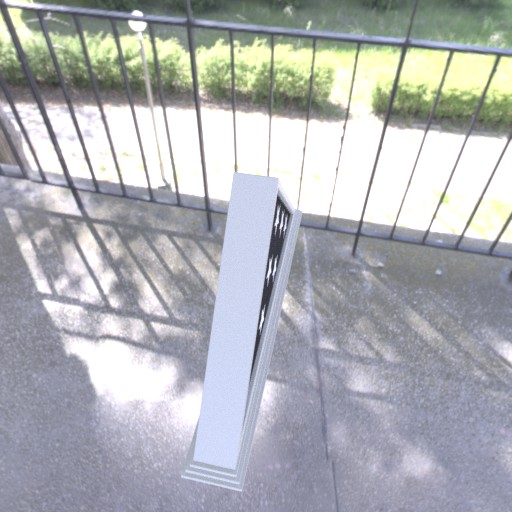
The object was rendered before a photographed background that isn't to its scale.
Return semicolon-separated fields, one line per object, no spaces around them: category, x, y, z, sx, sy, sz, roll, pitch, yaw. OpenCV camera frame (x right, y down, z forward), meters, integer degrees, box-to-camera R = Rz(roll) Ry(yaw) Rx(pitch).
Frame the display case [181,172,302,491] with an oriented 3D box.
display case;0.000;0.000;0.757;0.095;0.340;0.640;9;48;8
